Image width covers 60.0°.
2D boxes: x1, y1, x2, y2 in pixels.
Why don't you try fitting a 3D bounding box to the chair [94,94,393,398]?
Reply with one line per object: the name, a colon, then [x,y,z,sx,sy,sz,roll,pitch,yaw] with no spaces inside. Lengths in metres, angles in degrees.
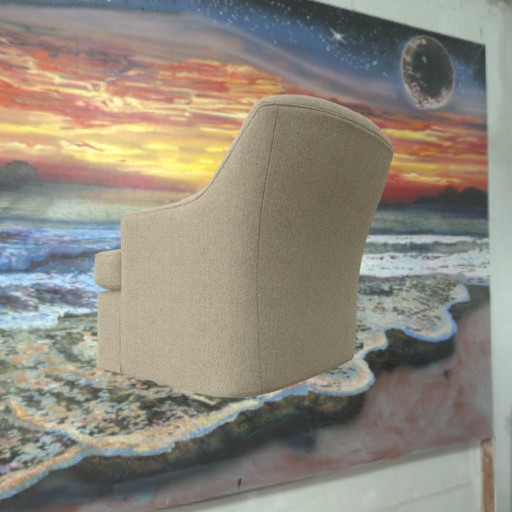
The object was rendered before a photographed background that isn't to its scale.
chair: [0.000,0.000,1.634,0.923,0.856,0.864,-1,-2,36]
